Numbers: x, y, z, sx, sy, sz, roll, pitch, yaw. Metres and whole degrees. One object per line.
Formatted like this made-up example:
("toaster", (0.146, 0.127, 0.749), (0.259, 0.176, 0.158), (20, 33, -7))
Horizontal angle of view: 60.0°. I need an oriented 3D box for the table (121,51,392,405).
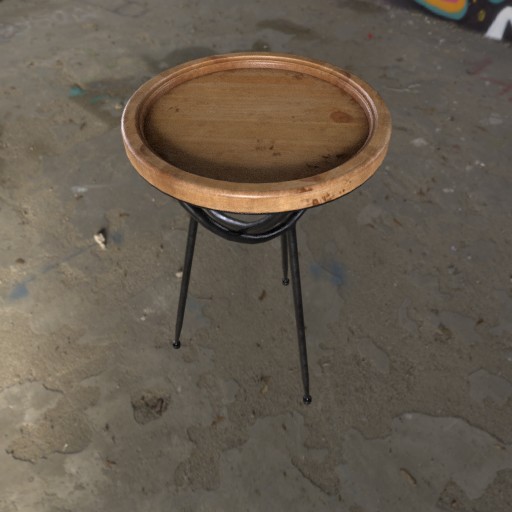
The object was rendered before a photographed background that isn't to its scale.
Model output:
("table", (0.000, 0.000, 0.921), (0.414, 0.664, 0.418), (-17, 50, -15))
